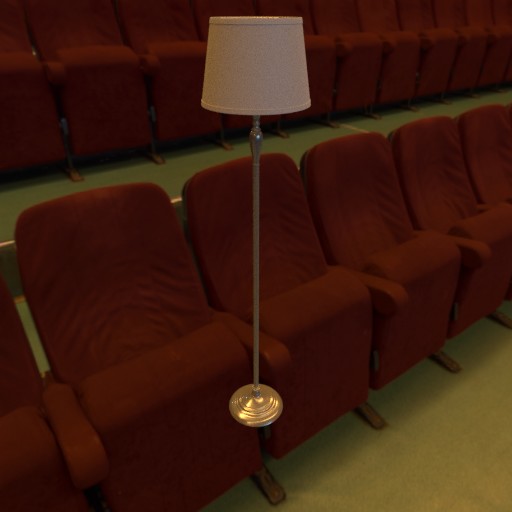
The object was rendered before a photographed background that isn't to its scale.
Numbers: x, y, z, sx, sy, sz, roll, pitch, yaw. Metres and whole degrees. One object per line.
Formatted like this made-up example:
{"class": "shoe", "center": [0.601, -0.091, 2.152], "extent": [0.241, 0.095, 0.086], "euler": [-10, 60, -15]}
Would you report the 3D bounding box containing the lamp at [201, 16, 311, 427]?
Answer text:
{"class": "lamp", "center": [0.000, 0.000, 1.588], "extent": [0.327, 1.506, 0.327], "euler": [-20, 35, -31]}
